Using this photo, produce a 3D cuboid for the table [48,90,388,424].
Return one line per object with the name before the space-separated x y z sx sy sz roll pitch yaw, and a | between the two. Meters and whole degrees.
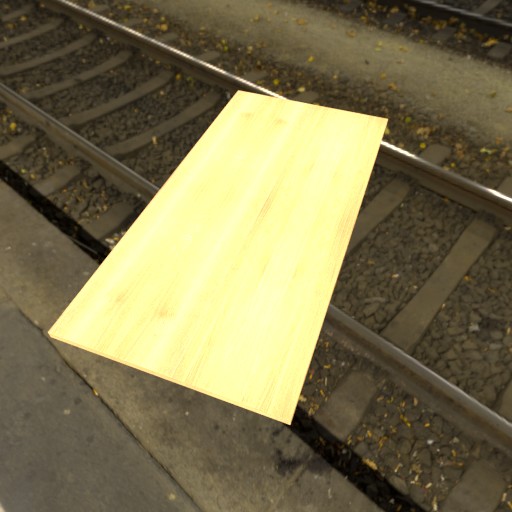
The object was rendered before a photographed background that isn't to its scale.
table | 0.000 0.000 2.300 0.900 0.750 1.800 16 51 13
